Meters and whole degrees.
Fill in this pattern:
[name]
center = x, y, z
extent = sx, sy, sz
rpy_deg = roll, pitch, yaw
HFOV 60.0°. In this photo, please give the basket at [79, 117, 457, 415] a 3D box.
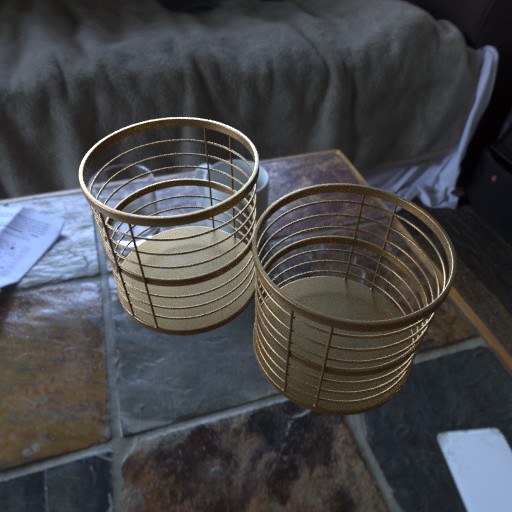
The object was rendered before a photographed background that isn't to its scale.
[basket]
center = 0.000, 0.000, 0.945
extent = 0.746, 0.351, 0.356
rpy_deg = 21, 49, 20
